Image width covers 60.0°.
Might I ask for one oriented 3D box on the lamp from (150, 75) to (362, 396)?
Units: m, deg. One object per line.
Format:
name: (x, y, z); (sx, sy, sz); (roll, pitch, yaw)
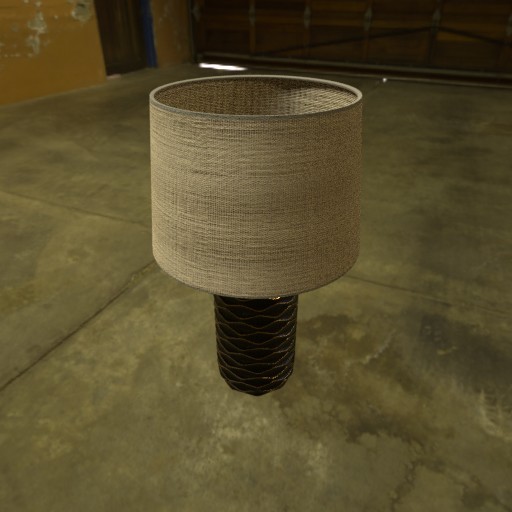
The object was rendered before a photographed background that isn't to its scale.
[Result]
lamp: (0.000, 0.000, 0.840); (0.376, 0.594, 0.376); (0, 31, 0)
